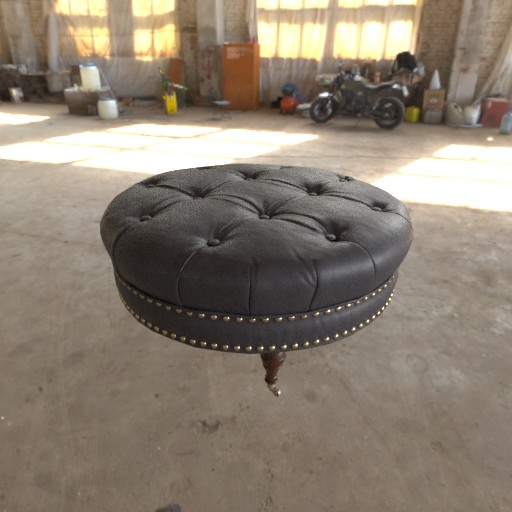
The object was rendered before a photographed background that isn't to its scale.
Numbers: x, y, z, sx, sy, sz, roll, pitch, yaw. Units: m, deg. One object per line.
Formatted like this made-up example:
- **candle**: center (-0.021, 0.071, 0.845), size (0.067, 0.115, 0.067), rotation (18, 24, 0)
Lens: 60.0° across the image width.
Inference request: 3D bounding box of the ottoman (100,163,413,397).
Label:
- **ottoman**: center (0.000, 0.000, 1.390), size (0.901, 0.439, 0.901), rotation (0, 26, 0)
